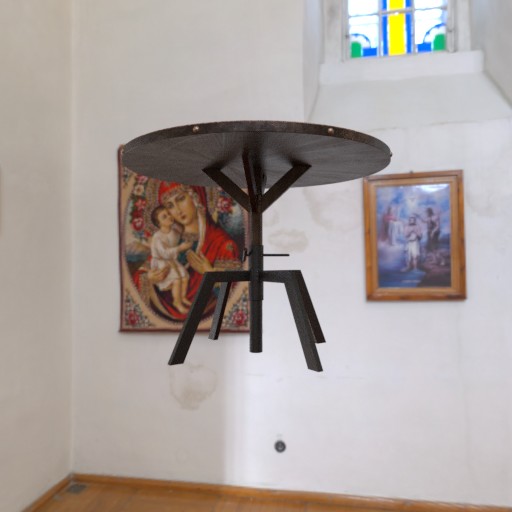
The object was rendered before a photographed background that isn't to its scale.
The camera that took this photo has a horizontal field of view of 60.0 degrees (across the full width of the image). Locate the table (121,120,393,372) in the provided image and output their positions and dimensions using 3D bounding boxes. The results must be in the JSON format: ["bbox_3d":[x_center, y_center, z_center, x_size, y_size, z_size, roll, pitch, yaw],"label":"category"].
[{"bbox_3d":[0.000,0.000,1.519,0.885,0.658,0.885,0,0,0],"label":"table"}]
